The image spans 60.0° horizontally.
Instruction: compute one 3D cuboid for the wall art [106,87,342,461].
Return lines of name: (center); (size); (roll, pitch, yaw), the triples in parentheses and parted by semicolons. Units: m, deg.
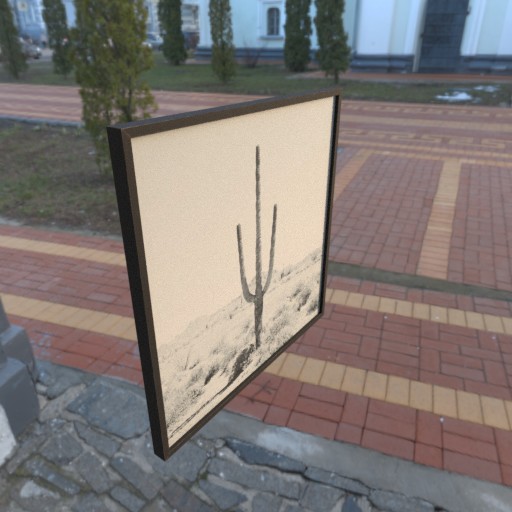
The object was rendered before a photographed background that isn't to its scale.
wall art: (0.000, 0.000, 1.151); (0.038, 0.762, 0.762); (18, 32, 32)
